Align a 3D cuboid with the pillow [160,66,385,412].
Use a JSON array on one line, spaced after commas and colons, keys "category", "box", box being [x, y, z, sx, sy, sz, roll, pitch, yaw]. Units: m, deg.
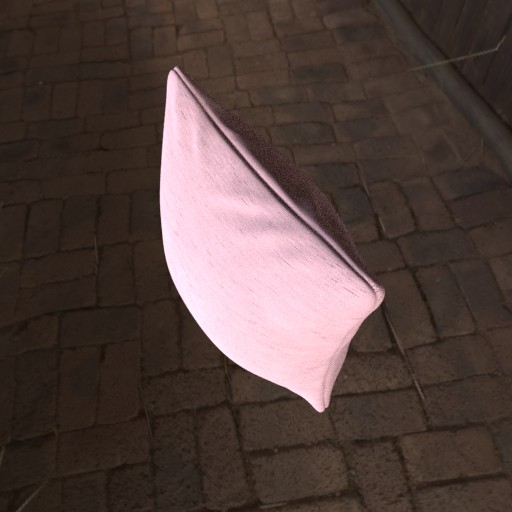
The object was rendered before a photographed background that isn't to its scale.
[{"category": "pillow", "box": [0.000, 0.000, 0.683, 0.246, 0.415, 0.432, -28, 61, -17]}]
